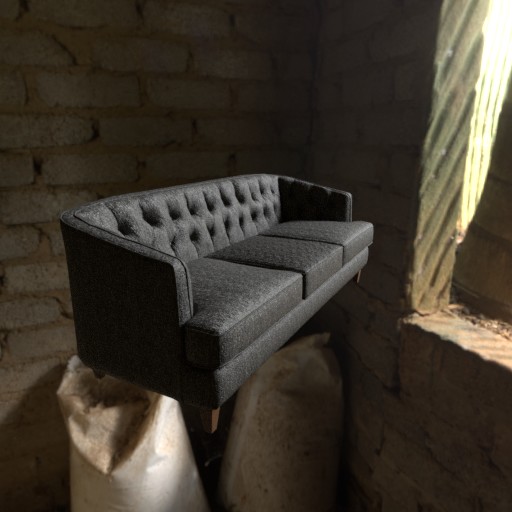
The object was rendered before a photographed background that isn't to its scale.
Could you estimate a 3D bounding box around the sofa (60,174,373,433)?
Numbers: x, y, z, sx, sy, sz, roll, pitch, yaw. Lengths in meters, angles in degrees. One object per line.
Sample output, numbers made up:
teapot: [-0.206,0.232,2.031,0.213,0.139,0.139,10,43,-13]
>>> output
sofa: [0.000,0.000,2.736,0.941,0.855,2.278,8,17,27]
